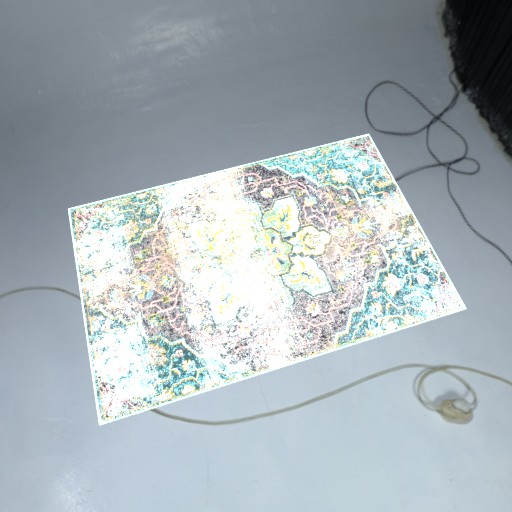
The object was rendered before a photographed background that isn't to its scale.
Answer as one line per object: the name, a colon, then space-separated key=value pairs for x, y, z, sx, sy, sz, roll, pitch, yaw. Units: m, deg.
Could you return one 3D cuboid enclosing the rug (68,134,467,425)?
rug: x=0.000 y=0.000 z=2.995 sx=2.363 sy=0.004 sz=1.566 roll=-15 pitch=64 yaw=-7
